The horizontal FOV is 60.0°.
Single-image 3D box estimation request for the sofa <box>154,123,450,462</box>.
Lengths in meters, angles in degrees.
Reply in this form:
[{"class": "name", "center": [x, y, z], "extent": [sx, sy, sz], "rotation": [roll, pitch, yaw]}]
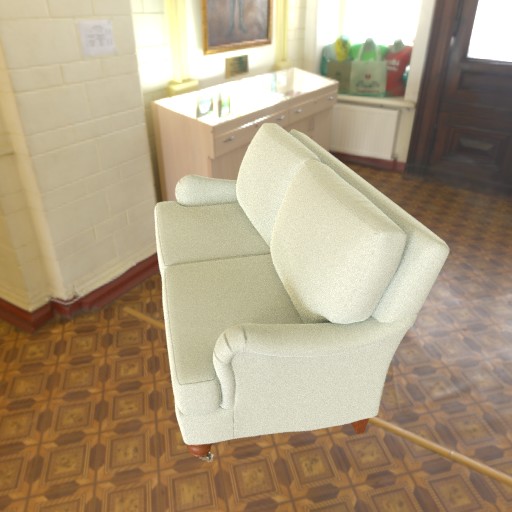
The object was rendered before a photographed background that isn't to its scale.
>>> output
[{"class": "sofa", "center": [0.000, 0.000, 2.512], "extent": [1.084, 1.101, 1.853], "rotation": [-7, 31, -12]}]
